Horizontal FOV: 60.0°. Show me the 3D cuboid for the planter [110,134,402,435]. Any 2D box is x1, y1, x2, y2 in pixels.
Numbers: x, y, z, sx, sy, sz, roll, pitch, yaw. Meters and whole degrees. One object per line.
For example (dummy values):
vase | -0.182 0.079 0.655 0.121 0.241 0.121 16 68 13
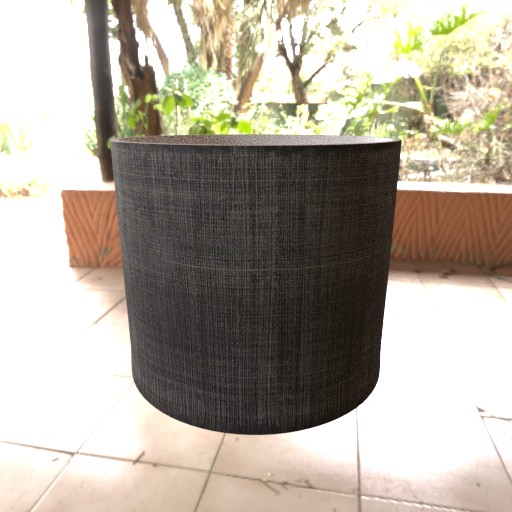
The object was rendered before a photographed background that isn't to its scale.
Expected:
planter | 0.000 0.000 0.306 0.178 0.157 0.178 0 17 0
